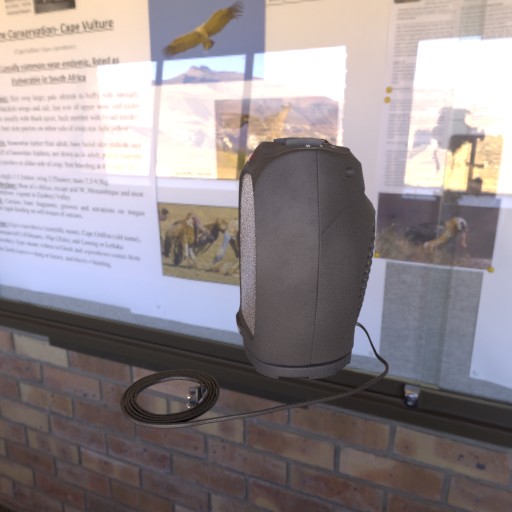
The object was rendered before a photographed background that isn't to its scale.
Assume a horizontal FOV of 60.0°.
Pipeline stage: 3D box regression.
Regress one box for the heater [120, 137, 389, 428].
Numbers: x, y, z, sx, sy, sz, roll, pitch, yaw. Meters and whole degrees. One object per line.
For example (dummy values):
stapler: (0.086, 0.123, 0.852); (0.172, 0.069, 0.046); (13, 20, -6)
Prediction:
heater: (0.000, 0.000, 0.493); (0.291, 0.255, 0.239); (-2, 15, -8)
